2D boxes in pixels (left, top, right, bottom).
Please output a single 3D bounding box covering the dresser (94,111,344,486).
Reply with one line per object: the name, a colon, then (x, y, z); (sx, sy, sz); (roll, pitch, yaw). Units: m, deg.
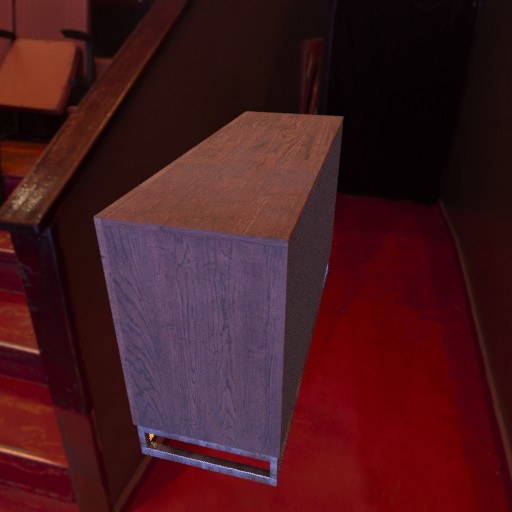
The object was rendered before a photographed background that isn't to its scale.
dresser: (0.000, 0.000, 2.202); (0.623, 1.061, 1.646); (7, 30, 13)
